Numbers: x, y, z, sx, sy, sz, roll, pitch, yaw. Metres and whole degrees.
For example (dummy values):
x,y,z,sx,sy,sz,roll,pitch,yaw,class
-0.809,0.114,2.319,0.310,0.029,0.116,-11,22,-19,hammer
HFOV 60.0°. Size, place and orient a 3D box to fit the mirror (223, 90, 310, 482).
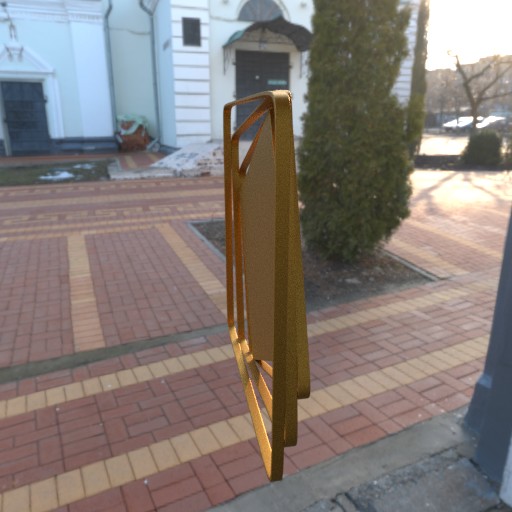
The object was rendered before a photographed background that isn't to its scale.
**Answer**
x,y,z,sx,sy,sz,roll,pitch,yaw,class
0.000,0.000,0.694,0.045,0.468,0.470,-3,17,-10,mirror
